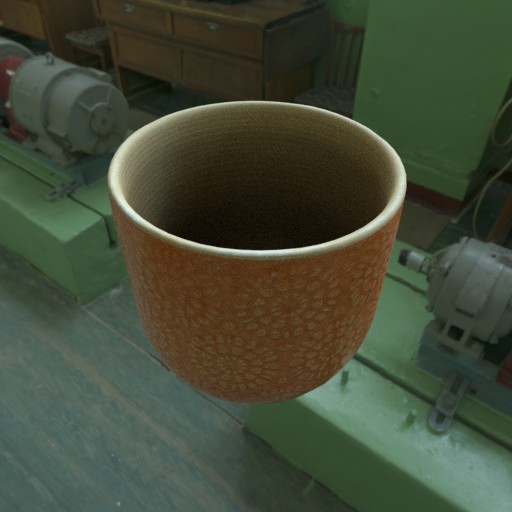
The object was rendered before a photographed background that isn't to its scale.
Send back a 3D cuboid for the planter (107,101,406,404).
[{"bbox_3d":[0.000,0.000,0.295,0.170,0.152,0.170,0,41,0],"label":"planter"}]
